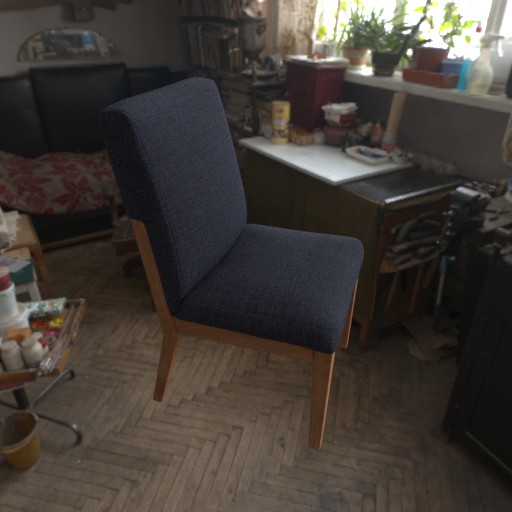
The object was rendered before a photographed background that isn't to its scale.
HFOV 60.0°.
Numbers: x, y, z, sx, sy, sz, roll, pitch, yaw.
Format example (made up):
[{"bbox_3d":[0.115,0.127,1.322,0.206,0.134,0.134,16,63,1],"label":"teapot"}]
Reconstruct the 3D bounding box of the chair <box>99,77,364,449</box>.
[{"bbox_3d":[0.000,0.000,1.305,0.586,0.911,0.507,10,32,17],"label":"chair"}]
